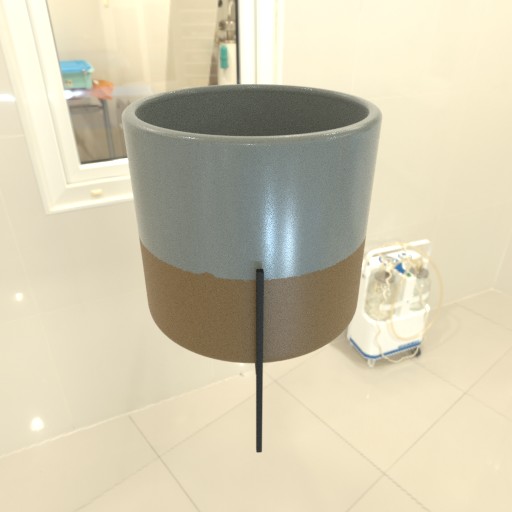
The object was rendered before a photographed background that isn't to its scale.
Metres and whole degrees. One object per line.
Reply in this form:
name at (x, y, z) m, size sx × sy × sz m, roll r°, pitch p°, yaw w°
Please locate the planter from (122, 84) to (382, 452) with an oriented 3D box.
planter at (0.000, 0.000, 0.724) m, size 0.360 × 0.480 × 0.348 m, roll -18°, pitch 35°, yaw -28°
